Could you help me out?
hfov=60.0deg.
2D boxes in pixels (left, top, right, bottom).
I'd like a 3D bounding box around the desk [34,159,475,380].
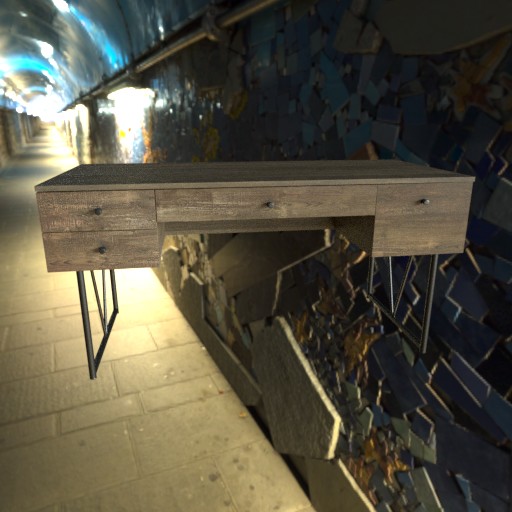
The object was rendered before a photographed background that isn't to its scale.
[{"bbox_3d":[0.000,0.000,2.033,1.600,0.780,0.730,-3,18,-8],"label":"desk"}]
